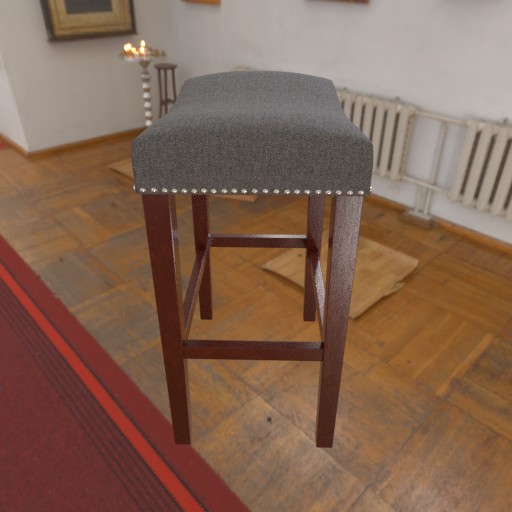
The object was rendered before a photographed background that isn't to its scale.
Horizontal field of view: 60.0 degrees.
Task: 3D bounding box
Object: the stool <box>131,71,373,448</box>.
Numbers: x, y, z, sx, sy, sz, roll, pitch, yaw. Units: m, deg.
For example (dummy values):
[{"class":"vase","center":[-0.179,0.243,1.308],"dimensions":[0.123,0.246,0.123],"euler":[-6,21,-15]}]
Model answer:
[{"class":"stool","center":[0.000,0.000,1.034],"dimensions":[0.372,0.742,0.504],"euler":[1,32,1]}]
